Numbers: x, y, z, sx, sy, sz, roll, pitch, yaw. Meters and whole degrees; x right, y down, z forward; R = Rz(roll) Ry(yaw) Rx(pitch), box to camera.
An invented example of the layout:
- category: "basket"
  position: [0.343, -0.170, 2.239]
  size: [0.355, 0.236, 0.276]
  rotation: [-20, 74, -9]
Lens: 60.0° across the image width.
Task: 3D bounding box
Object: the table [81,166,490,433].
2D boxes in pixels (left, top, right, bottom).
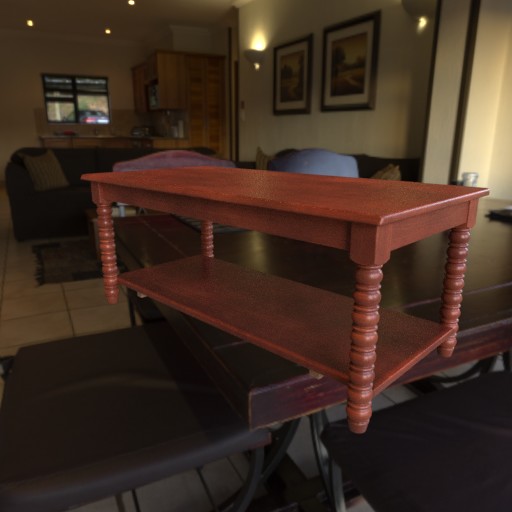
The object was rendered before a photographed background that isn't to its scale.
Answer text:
- category: "table"
  position: [0.000, 0.000, 1.428]
  size: [1.171, 0.485, 0.580]
  rotation: [15, 21, 42]
